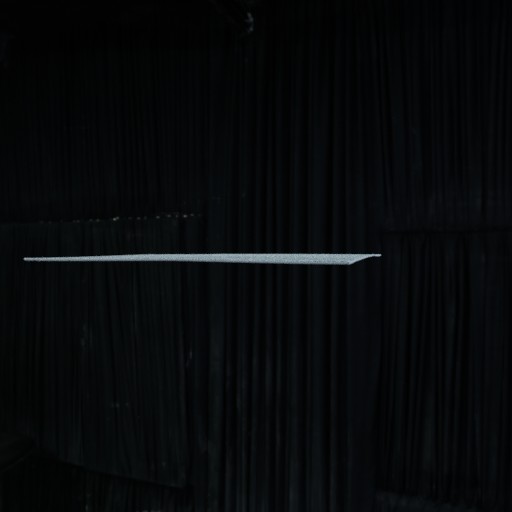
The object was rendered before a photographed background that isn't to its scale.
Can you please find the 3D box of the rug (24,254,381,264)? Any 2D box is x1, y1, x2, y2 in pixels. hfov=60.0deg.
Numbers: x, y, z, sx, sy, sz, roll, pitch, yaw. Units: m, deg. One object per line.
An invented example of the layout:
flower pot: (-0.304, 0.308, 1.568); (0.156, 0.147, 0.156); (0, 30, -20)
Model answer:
rug: (0.000, 0.000, 2.311); (1.174, 0.022, 1.853); (0, 1, 19)
